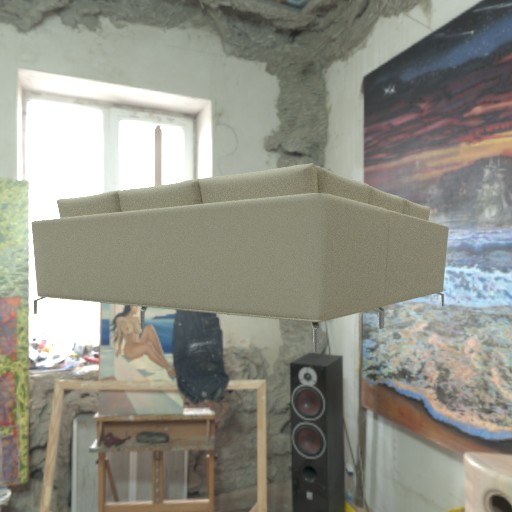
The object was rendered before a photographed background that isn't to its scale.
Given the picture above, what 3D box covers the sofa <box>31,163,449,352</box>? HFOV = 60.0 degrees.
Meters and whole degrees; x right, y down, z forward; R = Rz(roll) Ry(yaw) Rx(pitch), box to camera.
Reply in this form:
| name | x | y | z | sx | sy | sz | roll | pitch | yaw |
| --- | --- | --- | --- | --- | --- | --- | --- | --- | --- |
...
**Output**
| name | x | y | z | sx | sy | sz | roll | pitch | yaw |
| --- | --- | --- | --- | --- | --- | --- | --- | --- | --- |
| sofa | 0.000 | 0.000 | 3.577 | 2.448 | 0.867 | 2.430 | 0 | -1 | 36 |
